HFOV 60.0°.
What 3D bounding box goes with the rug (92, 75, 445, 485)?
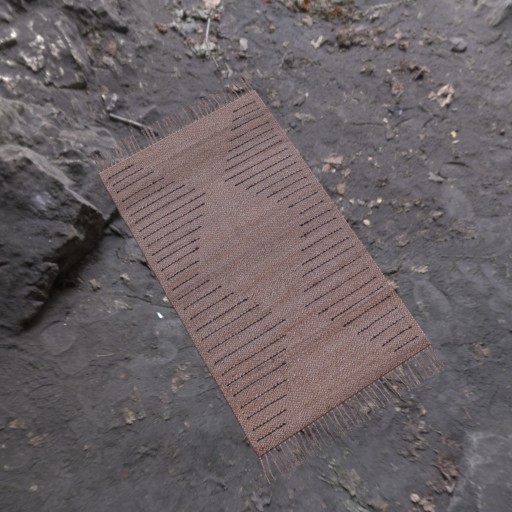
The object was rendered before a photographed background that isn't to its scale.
[{"bbox_3d":[0.000,0.000,2.039,0.905,0.017,1.718,-31,78,-7],"label":"rug"}]
